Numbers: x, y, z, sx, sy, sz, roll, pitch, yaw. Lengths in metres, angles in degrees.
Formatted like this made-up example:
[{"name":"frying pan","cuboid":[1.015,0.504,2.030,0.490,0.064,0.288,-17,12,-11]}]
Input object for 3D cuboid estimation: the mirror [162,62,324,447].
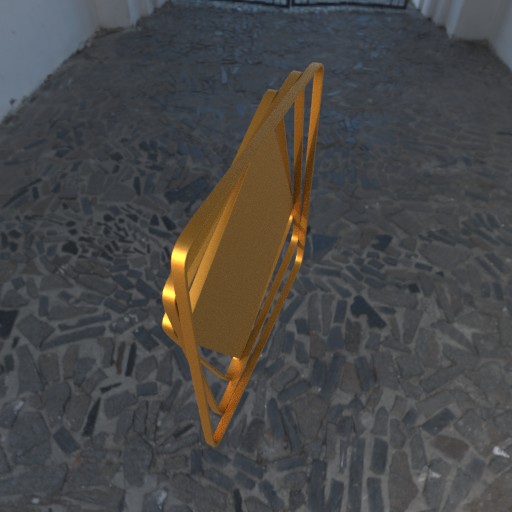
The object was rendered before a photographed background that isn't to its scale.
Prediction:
[{"name":"mirror","cuboid":[0.000,0.000,0.711,0.045,0.468,0.470,16,48,15]}]
